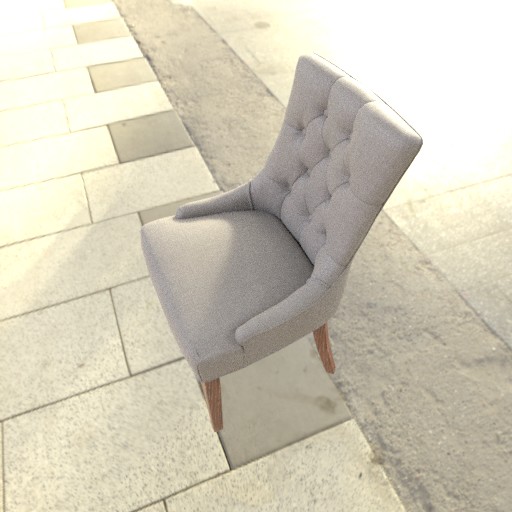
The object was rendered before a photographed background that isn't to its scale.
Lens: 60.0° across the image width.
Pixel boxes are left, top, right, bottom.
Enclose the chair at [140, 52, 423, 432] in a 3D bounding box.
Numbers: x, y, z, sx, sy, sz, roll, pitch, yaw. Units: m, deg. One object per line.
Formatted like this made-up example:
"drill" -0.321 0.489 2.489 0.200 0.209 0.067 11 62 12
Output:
"chair" 0.000 0.000 1.218 0.565 0.874 0.509 -18 50 -16
